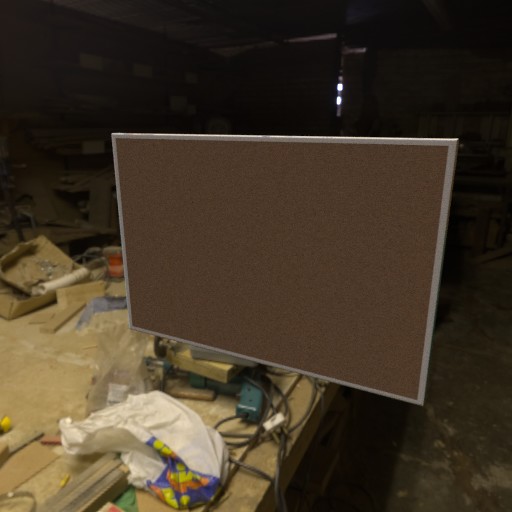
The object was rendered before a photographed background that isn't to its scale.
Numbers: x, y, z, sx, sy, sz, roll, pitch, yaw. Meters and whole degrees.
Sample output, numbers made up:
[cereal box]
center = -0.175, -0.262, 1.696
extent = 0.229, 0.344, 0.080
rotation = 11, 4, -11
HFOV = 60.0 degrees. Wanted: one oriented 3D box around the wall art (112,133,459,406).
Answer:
[wall art]
center = 0.000, 0.000, 1.466
extent = 1.136, 0.769, 0.040
rotation = 8, 19, 26
